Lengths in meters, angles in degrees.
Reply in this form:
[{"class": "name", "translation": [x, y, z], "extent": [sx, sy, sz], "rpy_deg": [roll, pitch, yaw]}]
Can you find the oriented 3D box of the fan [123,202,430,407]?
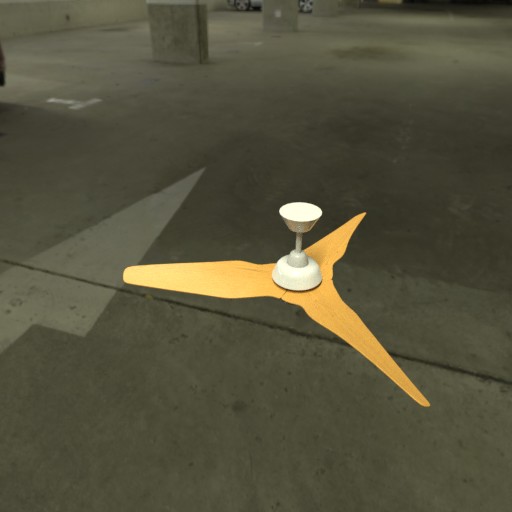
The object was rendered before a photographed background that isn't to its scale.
[{"class": "fan", "translation": [0.000, 0.000, 1.599], "extent": [1.010, 0.355, 1.142], "rpy_deg": [1, 32, 1]}]
